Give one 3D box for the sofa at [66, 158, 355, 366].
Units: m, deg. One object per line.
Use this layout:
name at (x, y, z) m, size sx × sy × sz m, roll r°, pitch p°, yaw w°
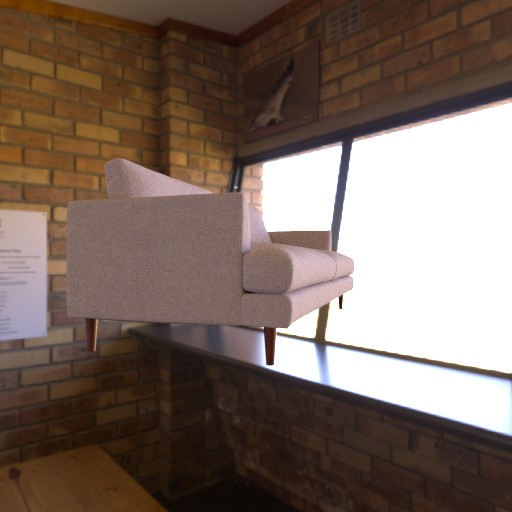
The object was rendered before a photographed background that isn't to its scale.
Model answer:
sofa at (0.000, 0.000, 2.826) m, size 1.020 × 0.868 × 2.250 m, roll 0°, pitch -1°, yaw 18°
